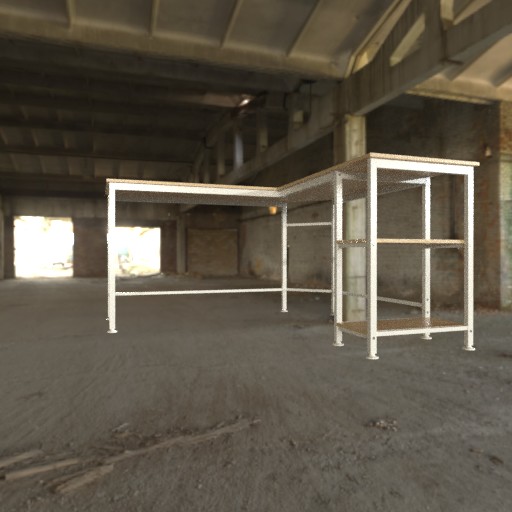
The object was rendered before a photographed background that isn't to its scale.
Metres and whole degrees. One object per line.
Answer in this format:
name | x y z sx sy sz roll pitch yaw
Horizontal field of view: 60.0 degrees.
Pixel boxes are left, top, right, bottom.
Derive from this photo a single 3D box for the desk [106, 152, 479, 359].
desk | 0.000 0.000 2.166 1.379 0.739 1.379 0 0 -19
